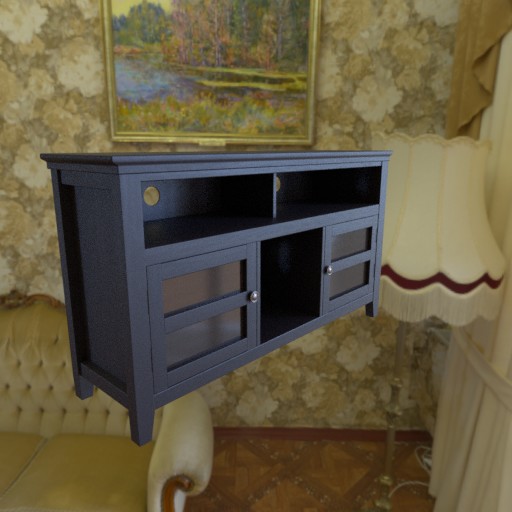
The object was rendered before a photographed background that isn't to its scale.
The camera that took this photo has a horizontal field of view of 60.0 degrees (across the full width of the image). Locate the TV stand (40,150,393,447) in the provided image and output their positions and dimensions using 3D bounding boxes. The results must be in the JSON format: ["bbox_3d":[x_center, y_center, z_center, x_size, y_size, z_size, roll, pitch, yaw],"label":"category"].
[{"bbox_3d":[0.000,0.000,1.487,0.347,0.681,1.198,13,19,41],"label":"TV stand"}]
